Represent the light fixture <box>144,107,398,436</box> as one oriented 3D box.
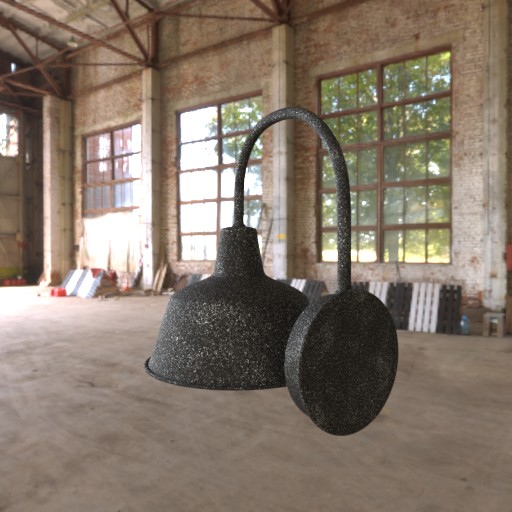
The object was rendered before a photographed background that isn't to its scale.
[{"bbox_3d":[0.000,0.000,0.489,0.216,0.300,0.283,0,1,-36],"label":"light fixture"}]
